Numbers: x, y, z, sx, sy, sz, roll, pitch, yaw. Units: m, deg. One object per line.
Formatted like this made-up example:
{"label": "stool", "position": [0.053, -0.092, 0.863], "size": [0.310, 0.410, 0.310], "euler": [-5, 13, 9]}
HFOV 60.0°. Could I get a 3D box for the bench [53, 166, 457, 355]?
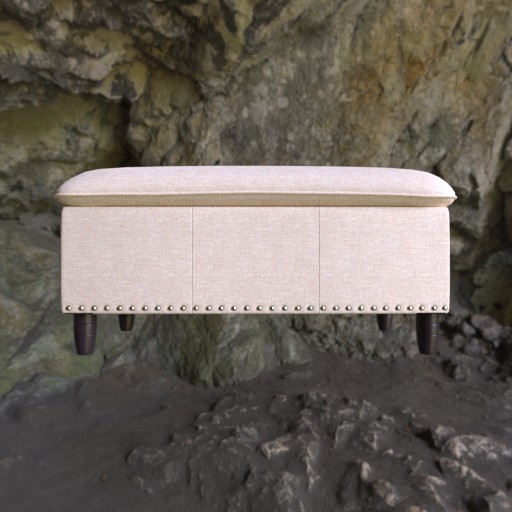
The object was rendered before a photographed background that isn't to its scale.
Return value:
{"label": "bench", "position": [0.000, 0.000, 1.270], "size": [0.991, 0.483, 0.483], "euler": [0, 0, 0]}
